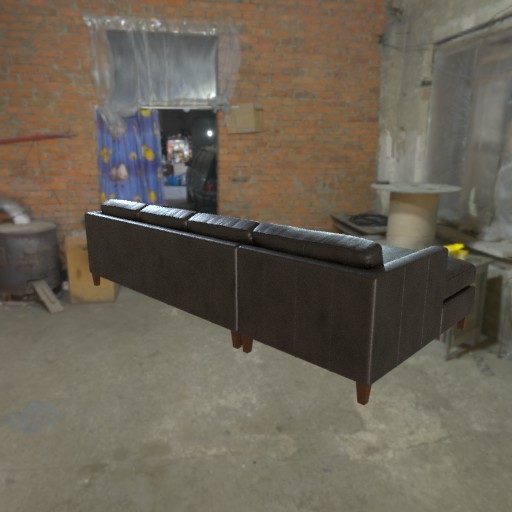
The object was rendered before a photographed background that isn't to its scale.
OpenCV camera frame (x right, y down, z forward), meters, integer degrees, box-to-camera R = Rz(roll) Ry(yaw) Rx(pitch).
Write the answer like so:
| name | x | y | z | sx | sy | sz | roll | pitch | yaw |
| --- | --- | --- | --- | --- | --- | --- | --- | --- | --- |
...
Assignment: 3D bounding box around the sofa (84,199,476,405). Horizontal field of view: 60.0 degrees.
| name | x | y | z | sx | sy | sz | roll | pitch | yaw |
| --- | --- | --- | --- | --- | --- | --- | --- | --- | --- |
| sofa | 0.000 | 0.000 | 3.900 | 3.203 | 0.883 | 1.581 | 13 | 19 | 43 |
